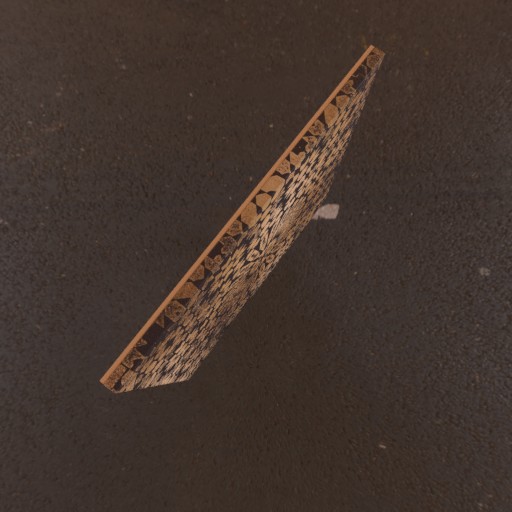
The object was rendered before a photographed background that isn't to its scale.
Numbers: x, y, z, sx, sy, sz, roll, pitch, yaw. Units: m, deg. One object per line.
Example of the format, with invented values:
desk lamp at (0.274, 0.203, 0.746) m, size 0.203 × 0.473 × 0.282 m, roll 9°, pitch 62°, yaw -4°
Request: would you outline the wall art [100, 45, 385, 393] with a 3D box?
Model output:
wall art at (0.000, 0.000, 1.347) m, size 0.038 × 0.914 × 0.914 m, roll 36°, pitch 79°, yaw 8°
